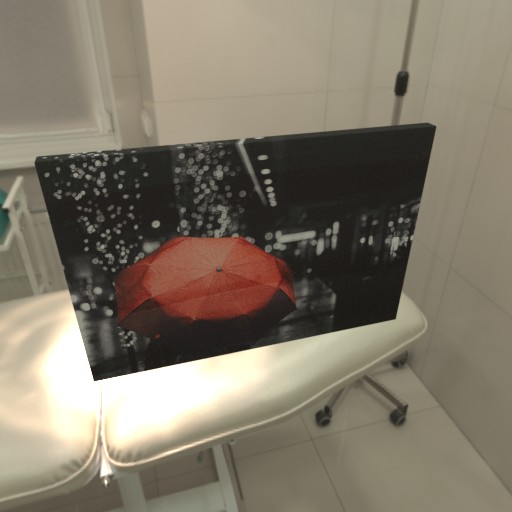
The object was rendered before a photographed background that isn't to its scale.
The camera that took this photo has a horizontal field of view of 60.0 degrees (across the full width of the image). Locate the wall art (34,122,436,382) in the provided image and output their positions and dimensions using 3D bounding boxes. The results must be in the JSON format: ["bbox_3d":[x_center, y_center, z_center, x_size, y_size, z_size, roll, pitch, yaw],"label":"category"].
[{"bbox_3d":[0.000,0.000,1.149,0.914,0.609,0.038,-9,33,-14],"label":"wall art"}]
